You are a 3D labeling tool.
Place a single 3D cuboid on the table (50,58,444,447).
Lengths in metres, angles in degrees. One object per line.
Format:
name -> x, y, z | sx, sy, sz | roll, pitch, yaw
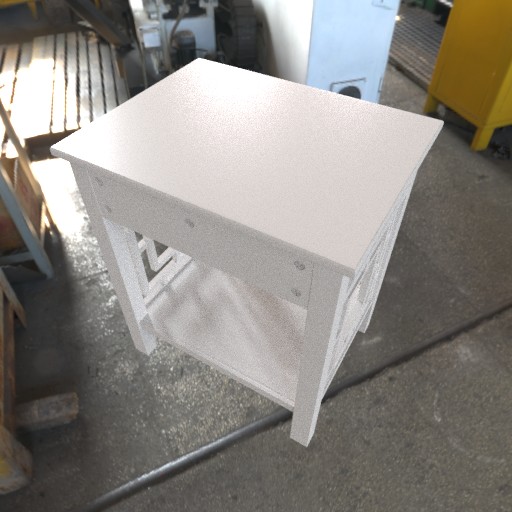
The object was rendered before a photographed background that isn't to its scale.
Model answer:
table -> 0.000, 0.000, 1.032 | 0.564, 0.646, 0.451 | 23, 50, 21
